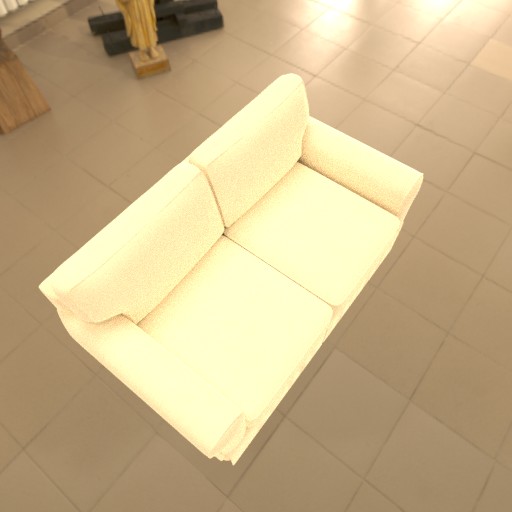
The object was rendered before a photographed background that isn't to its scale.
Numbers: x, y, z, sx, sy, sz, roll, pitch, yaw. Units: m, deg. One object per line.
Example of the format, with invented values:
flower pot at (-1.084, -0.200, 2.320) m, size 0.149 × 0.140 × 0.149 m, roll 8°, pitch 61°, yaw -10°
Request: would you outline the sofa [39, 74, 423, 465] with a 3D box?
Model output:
sofa at (0.000, 0.000, 2.253) m, size 0.991 × 0.940 × 1.727 m, roll 33°, pitch 64°, yaw 19°
